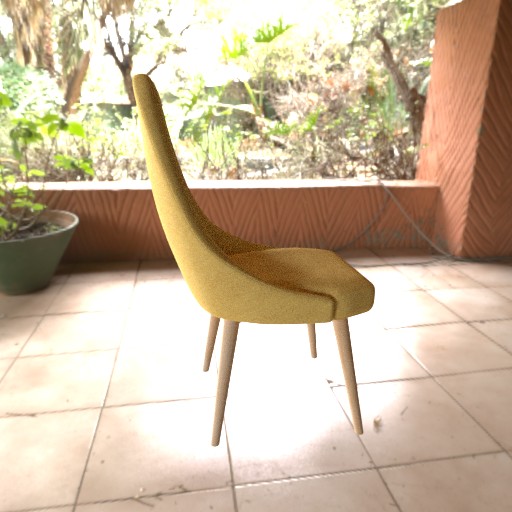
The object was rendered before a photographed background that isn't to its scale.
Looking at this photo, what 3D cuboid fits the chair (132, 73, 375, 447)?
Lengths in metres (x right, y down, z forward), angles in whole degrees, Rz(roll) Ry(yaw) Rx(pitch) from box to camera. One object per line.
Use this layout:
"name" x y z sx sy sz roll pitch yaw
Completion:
"chair" 0.000 0.000 1.393 0.660 1.040 0.510 -3 17 -10
